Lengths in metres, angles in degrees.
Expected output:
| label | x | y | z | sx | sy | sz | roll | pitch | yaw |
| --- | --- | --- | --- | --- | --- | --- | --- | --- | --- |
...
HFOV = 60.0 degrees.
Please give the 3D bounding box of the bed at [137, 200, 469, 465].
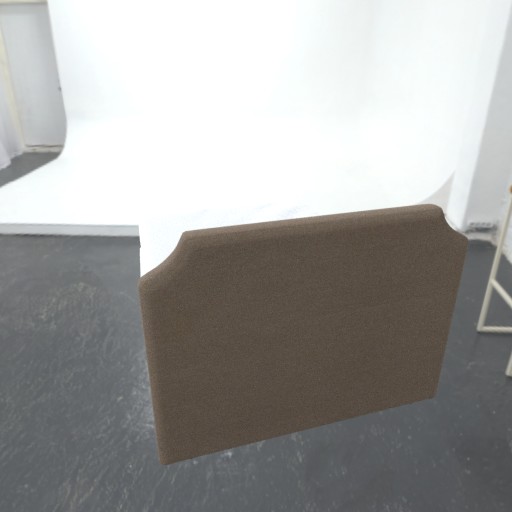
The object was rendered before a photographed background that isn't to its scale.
| label | x | y | z | sx | sy | sz | roll | pitch | yaw |
| --- | --- | --- | --- | --- | --- | --- | --- | --- | --- |
| bed | 0.000 | 0.000 | 3.163 | 1.693 | 1.290 | 2.116 | -8 | 26 | -16 |
